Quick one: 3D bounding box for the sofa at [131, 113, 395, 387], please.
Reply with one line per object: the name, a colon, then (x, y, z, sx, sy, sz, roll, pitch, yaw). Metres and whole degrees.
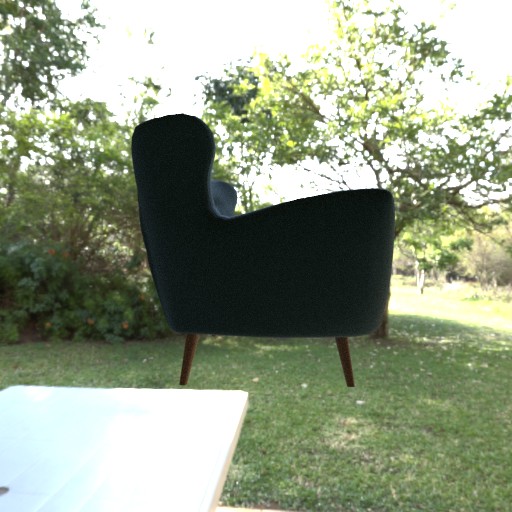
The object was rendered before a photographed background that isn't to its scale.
sofa: (0.000, 0.000, 1.999, 0.889, 0.889, 1.397, 0, 0, 1)
